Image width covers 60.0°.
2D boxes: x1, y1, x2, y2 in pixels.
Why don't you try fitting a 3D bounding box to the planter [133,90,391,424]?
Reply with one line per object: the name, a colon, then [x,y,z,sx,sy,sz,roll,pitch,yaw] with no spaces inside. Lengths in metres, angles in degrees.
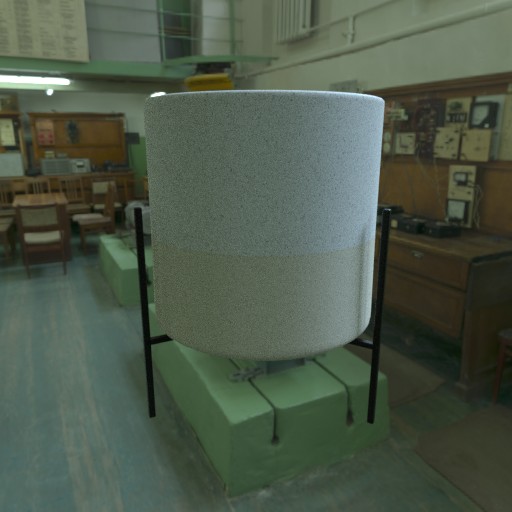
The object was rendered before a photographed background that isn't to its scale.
planter: [0.000,0.000,0.636,0.335,0.423,0.313,-8,17,-27]
